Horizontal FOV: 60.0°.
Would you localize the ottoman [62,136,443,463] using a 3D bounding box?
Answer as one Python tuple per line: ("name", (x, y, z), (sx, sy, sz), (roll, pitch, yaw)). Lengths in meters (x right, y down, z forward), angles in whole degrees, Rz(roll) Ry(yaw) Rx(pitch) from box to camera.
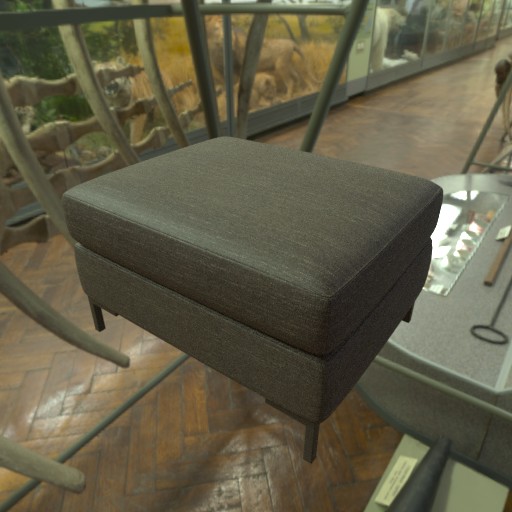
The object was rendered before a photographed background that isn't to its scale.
("ottoman", (0.000, 0.000, 1.255), (0.820, 0.490, 0.671), (20, 36, 31))
